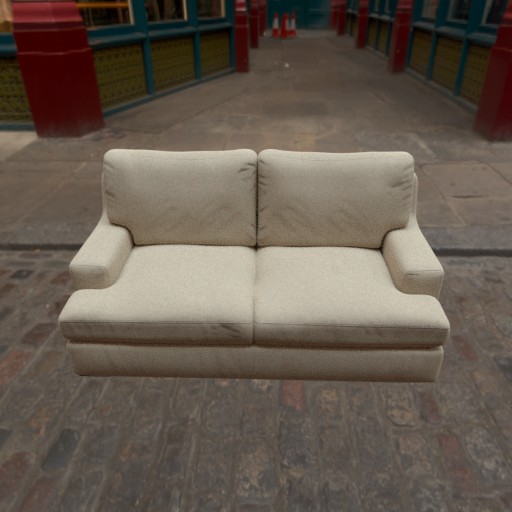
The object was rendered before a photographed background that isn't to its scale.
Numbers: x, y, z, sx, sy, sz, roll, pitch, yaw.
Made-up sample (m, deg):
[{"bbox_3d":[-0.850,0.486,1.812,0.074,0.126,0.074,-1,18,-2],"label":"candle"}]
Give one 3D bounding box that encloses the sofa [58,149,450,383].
[{"bbox_3d":[0.000,0.000,2.401,1.885,0.967,0.962,1,31,1],"label":"sofa"}]
